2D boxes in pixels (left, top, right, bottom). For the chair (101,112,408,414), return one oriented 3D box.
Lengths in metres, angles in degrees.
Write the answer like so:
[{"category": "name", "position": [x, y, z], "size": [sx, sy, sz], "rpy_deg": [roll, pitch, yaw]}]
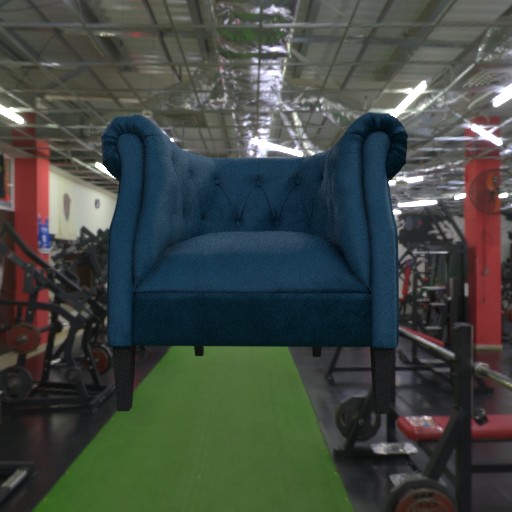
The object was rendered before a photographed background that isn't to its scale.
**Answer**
[{"category": "chair", "position": [0.000, 0.000, 1.560], "size": [0.904, 0.826, 0.851], "rpy_deg": [0, 0, 2]}]
